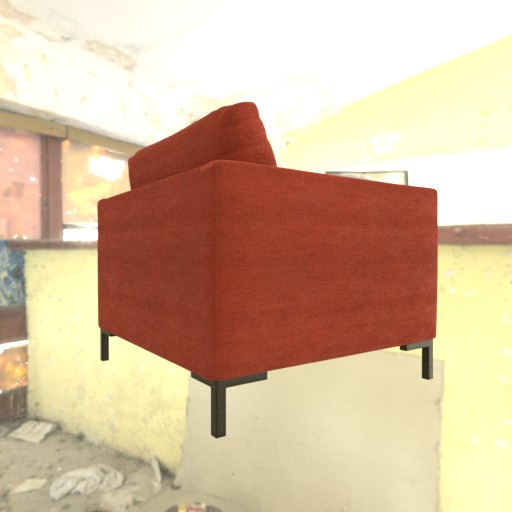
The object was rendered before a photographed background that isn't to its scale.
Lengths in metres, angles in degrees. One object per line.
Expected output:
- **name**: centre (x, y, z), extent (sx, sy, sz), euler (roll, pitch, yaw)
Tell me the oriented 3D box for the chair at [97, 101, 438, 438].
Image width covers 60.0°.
- **chair**: centre (0.000, 0.000, 1.602), extent (0.875, 0.812, 0.964), euler (0, 0, -35)
